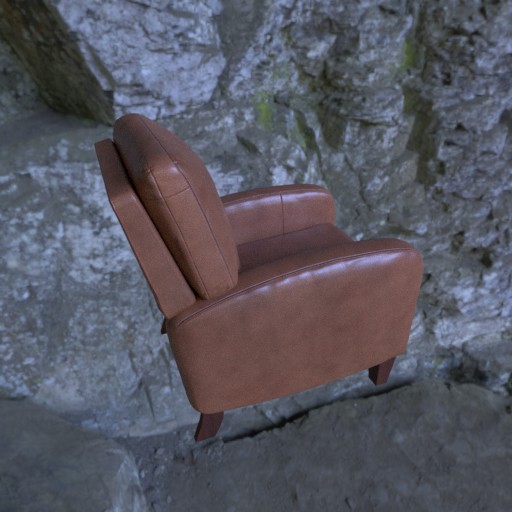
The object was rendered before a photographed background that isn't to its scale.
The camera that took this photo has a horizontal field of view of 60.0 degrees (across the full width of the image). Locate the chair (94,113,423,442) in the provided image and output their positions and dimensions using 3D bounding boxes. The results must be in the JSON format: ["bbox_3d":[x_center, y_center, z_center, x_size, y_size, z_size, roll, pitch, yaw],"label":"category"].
[{"bbox_3d":[0.000,0.000,1.659,0.990,0.990,0.762,-11,30,-19],"label":"chair"}]
